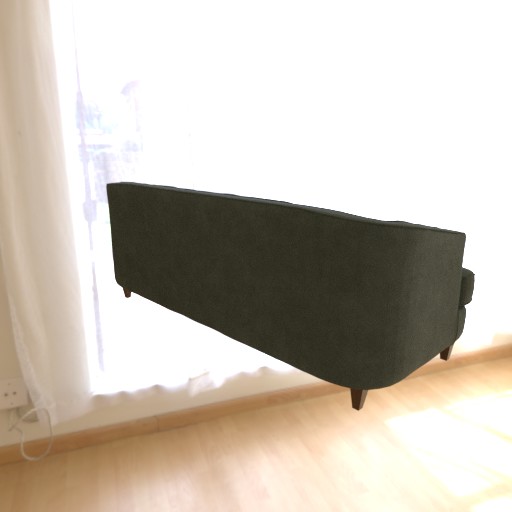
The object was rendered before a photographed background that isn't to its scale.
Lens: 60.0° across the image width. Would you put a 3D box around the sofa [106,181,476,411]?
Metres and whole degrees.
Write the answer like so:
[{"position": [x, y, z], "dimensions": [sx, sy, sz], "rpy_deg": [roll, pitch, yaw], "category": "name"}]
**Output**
[{"position": [0.000, 0.000, 2.701], "dimensions": [0.941, 0.855, 2.278], "rpy_deg": [-14, 21, -43], "category": "sofa"}]
